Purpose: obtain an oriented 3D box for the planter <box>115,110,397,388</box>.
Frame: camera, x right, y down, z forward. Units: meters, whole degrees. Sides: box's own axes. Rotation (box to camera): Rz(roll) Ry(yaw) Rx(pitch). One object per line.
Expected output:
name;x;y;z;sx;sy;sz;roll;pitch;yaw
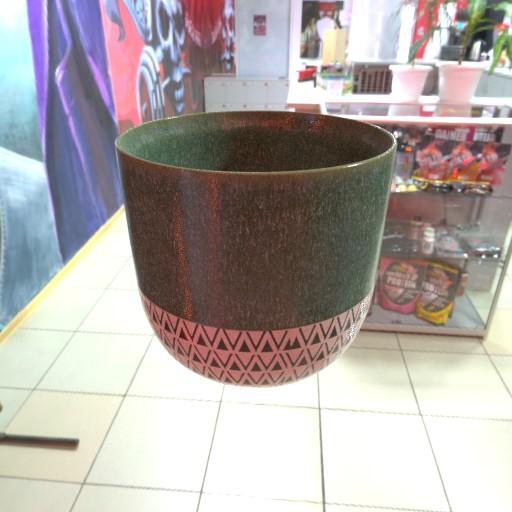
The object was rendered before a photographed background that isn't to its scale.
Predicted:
planter;0.000;0.000;0.494;0.266;0.270;0.266;0;27;0
